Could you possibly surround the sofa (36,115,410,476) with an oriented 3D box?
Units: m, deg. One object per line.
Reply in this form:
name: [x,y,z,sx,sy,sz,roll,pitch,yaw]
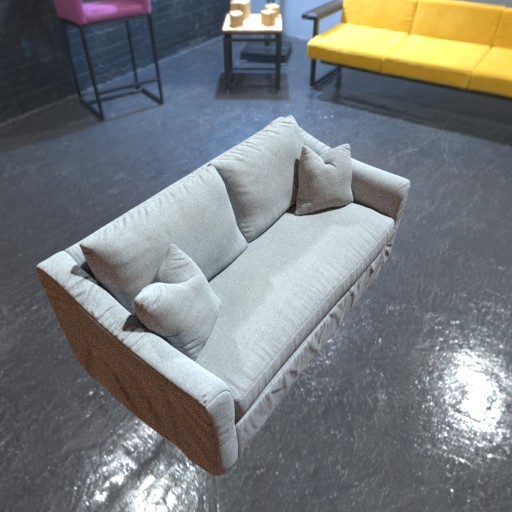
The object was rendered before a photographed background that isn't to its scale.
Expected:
sofa: [0.000,0.000,2.611,1.072,1.018,2.010,26,48,26]
